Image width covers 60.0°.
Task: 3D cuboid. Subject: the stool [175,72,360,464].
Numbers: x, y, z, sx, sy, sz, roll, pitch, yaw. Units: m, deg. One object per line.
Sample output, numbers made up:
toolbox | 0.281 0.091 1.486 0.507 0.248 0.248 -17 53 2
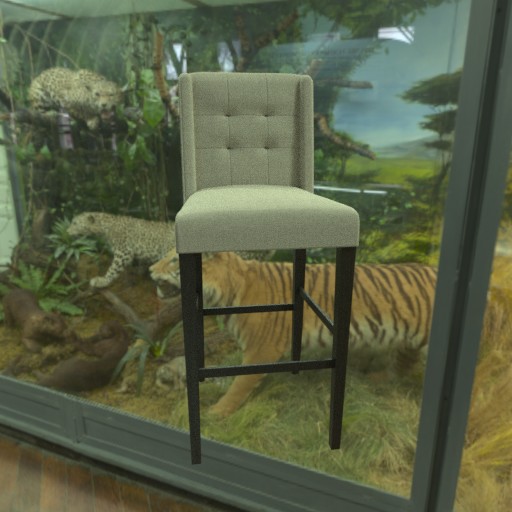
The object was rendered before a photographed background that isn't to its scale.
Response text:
stool | 0.000 0.000 1.392 0.474 1.116 0.509 -2 17 -8
